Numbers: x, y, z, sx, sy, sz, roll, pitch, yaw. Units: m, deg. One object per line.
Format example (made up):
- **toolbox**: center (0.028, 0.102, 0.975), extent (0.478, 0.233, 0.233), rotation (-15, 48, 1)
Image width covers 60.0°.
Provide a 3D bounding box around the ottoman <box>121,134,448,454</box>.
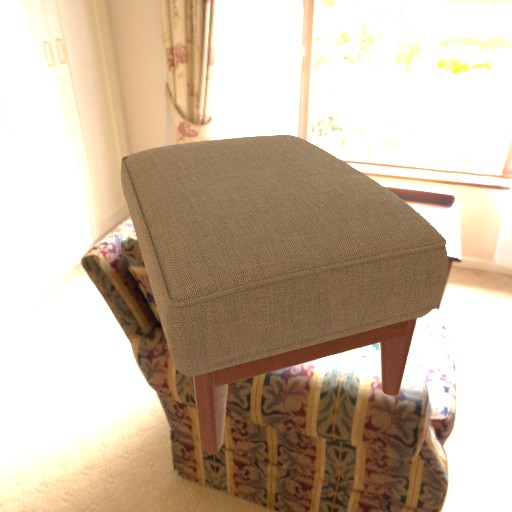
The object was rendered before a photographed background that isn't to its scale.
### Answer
- **ottoman**: center (0.000, 0.000, 1.105), extent (0.555, 0.458, 0.750), rotation (-11, 32, -17)
